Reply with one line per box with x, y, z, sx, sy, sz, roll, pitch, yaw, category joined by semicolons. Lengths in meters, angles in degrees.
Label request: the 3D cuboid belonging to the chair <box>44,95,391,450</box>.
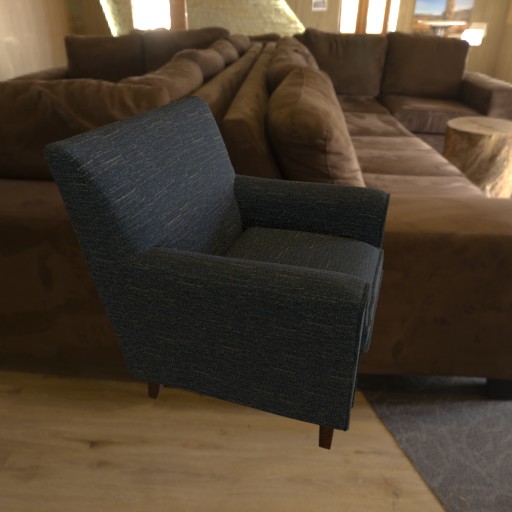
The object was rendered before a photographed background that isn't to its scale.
0.000;0.000;1.580;0.873;0.928;0.864;9;30;17;chair
